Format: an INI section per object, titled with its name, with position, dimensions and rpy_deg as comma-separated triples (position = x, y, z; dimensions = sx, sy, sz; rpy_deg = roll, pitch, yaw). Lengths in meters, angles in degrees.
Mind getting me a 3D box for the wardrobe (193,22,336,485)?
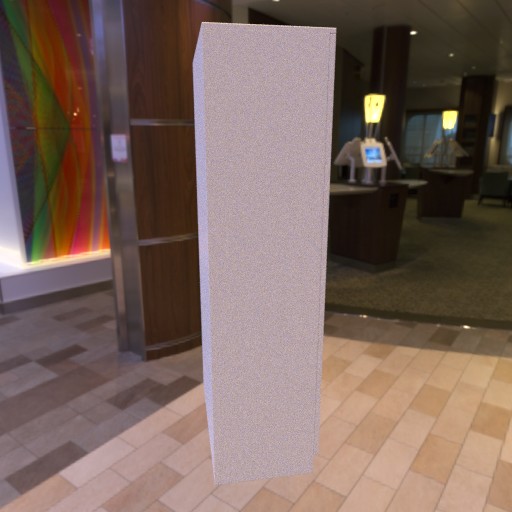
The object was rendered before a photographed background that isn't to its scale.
[wardrobe]
position = 0.000, 0.000, 1.975
dimensions = 0.470, 1.700, 0.760
rpy_deg = -3, 15, -10
